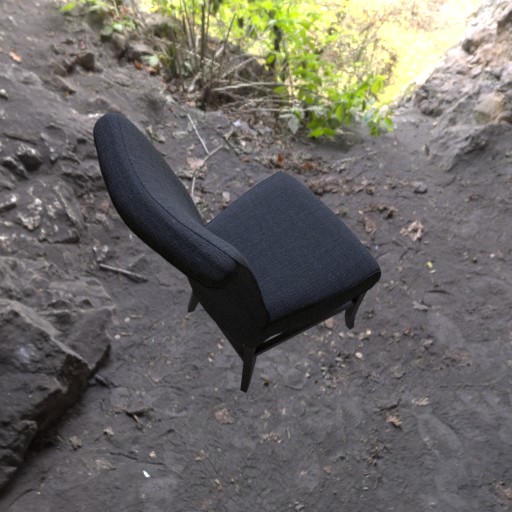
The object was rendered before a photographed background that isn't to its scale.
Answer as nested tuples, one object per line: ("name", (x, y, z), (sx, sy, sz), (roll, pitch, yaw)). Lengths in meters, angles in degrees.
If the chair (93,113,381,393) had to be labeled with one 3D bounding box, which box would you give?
("chair", (0.000, 0.000, 1.363), (0.660, 0.991, 0.520), (-31, 63, -18))
